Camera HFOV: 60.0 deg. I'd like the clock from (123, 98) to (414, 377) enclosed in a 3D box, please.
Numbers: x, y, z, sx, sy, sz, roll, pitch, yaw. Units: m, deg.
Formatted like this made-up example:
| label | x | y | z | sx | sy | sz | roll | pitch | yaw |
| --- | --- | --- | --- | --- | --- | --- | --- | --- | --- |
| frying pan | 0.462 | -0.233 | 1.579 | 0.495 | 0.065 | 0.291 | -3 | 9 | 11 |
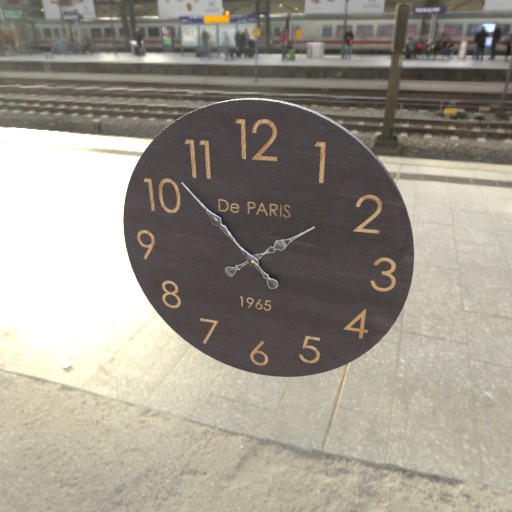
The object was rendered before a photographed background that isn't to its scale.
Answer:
| label | x | y | z | sx | sy | sz | roll | pitch | yaw |
| --- | --- | --- | --- | --- | --- | --- | --- | --- | --- |
| clock | 0.000 | 0.000 | 0.886 | 0.595 | 0.595 | 0.029 | 8 | 27 | 15 |
